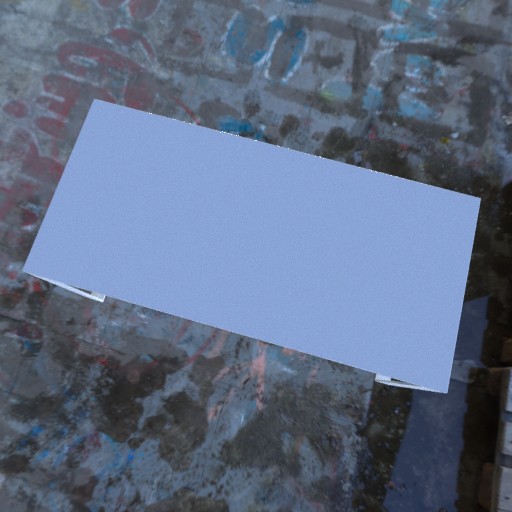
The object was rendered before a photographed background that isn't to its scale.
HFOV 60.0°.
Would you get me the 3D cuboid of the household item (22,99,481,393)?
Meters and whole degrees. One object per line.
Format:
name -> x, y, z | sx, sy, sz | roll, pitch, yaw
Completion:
household item -> 0.000, 0.000, 2.153 | 1.700, 0.745, 0.800 | 15, 77, 4
